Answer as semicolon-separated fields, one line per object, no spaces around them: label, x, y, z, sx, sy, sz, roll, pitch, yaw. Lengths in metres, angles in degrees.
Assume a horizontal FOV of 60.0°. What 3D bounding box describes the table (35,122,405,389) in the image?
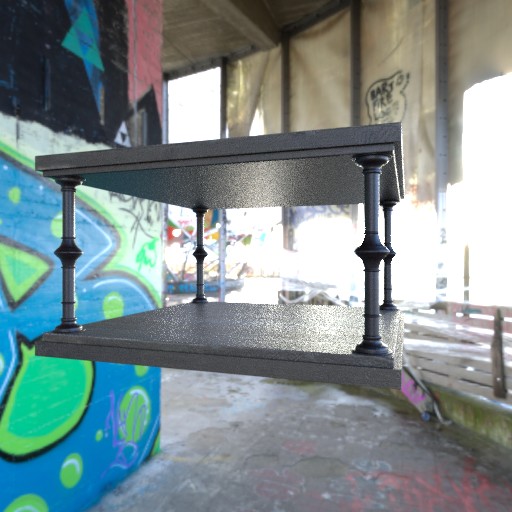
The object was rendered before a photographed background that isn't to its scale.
table;0.000;0.000;1.103;0.696;0.400;0.696;0;0;19
